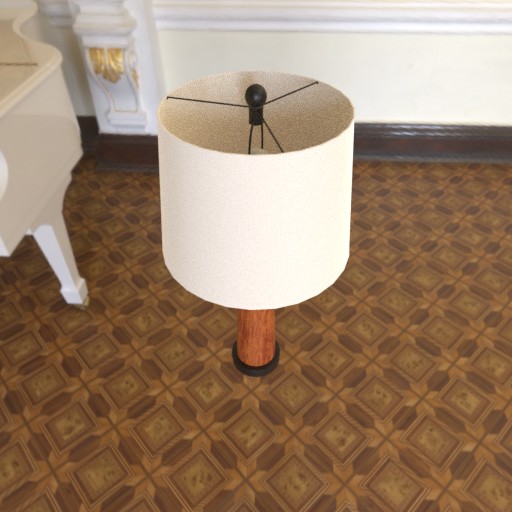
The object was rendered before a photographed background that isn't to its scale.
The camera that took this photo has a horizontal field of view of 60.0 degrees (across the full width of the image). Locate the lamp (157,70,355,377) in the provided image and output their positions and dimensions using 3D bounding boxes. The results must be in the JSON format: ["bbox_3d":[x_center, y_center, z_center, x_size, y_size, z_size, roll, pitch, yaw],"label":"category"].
[{"bbox_3d":[0.000,0.000,0.863,0.349,0.667,0.349,0,42,0],"label":"lamp"}]
